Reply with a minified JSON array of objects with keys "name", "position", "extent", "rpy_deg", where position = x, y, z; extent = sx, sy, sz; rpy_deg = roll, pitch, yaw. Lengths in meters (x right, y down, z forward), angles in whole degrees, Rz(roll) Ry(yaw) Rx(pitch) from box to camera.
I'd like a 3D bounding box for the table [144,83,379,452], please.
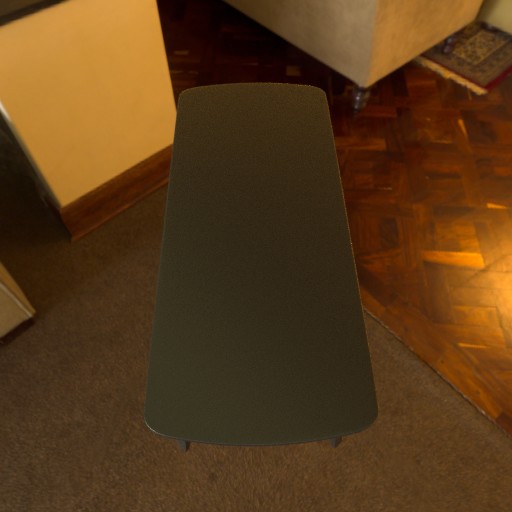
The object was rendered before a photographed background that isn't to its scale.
[{"name":"table","position":[0.000,0.000,1.575],"extent":[0.571,0.457,1.333],"rpy_deg":[-1,57,-1]}]
